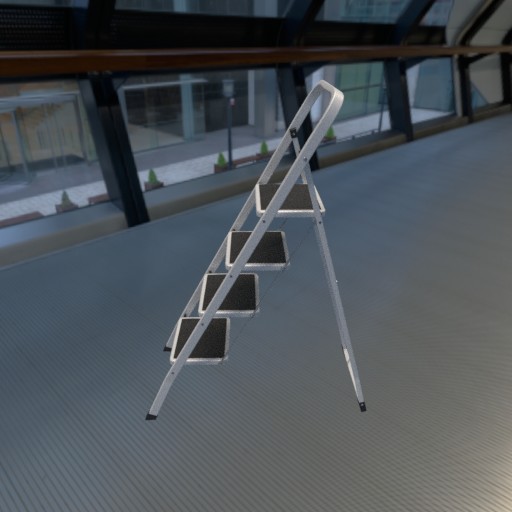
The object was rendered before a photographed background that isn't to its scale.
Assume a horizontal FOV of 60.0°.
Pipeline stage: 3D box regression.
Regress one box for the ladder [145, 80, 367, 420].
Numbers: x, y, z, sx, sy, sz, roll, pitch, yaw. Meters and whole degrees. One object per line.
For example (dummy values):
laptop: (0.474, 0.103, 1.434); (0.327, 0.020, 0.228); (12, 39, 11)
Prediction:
ladder: (0.000, 0.000, 1.734); (0.914, 1.265, 0.460); (-1, 27, -1)
